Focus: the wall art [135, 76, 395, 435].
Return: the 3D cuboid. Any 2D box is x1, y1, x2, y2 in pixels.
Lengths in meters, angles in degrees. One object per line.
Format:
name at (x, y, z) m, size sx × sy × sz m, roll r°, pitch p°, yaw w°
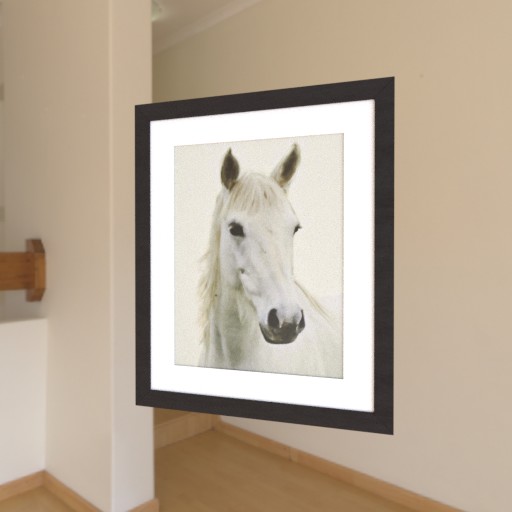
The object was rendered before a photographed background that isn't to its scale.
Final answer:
wall art at (0.000, 0.000, 0.765) m, size 0.455 × 0.552 × 0.034 m, roll 0°, pitch 1°, yaw 17°
